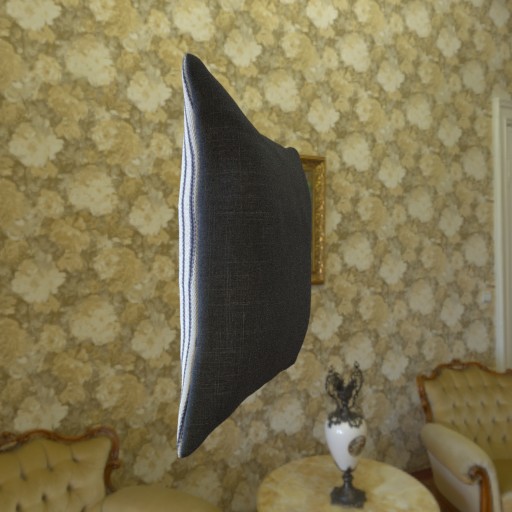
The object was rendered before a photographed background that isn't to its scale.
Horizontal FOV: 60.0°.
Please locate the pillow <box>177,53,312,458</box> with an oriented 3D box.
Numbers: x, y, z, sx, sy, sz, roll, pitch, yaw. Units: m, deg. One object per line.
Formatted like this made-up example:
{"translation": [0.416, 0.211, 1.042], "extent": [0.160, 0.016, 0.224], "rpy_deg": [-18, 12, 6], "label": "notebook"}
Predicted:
{"translation": [0.000, 0.000, 0.700], "extent": [0.138, 0.444, 0.468], "rpy_deg": [0, 0, 20], "label": "pillow"}
